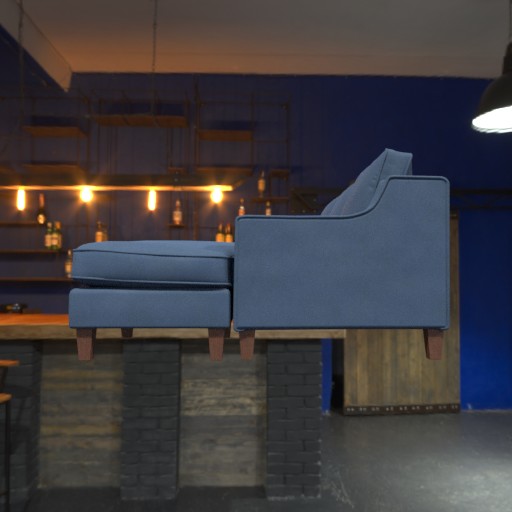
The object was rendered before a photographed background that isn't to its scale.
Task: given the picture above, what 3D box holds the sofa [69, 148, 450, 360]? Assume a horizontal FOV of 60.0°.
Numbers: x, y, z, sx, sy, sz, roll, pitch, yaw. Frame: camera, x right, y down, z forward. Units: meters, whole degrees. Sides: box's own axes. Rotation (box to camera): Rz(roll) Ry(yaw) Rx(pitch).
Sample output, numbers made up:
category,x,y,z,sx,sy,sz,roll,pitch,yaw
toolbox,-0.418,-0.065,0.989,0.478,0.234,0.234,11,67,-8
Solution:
category,x,y,z,sx,sy,sz,roll,pitch,yaw
sofa,0.000,0.000,3.247,1.858,1.066,2.317,0,-2,0
